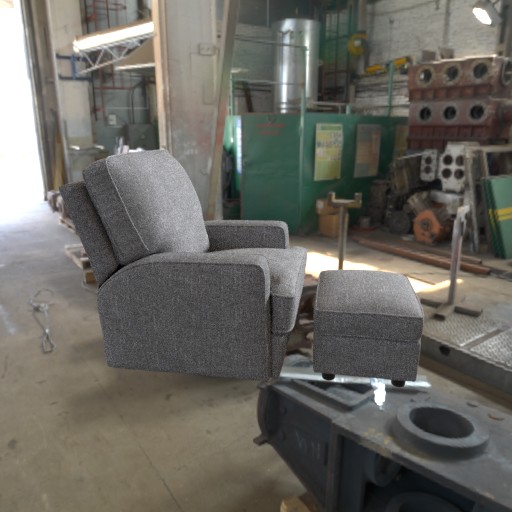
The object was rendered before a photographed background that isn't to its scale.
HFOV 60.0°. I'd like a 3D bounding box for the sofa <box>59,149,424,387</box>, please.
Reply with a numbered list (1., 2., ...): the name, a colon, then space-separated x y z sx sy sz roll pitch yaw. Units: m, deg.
1. sofa: 0.000 0.000 2.090 1.472 0.959 0.861 3 16 10
